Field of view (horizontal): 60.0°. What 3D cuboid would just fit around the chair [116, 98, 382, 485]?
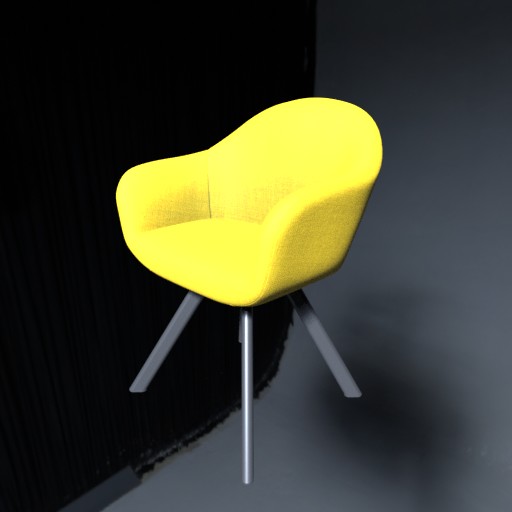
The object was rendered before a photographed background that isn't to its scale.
[{"bbox_3d":[0.000,0.000,1.172,0.590,0.795,0.550,17,25,42],"label":"chair"}]
